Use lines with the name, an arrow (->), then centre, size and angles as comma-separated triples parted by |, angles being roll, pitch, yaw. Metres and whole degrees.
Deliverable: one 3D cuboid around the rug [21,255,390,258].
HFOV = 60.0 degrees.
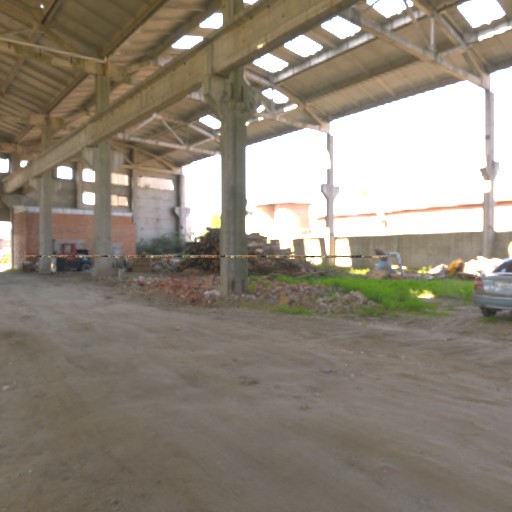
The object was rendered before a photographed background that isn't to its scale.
rug -> 0.000, 0.000, 2.256 | 1.278, 0.009, 1.730 | 0, 0, 18
